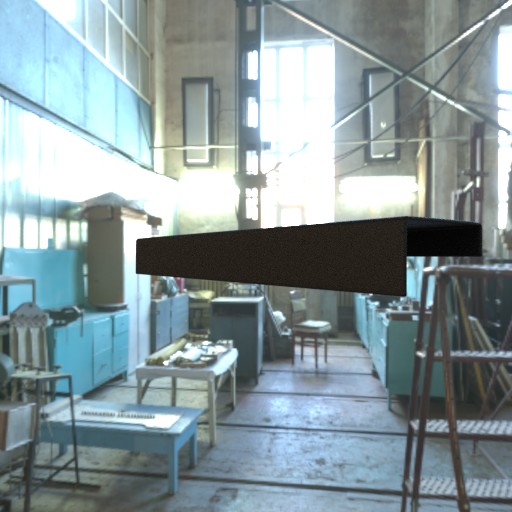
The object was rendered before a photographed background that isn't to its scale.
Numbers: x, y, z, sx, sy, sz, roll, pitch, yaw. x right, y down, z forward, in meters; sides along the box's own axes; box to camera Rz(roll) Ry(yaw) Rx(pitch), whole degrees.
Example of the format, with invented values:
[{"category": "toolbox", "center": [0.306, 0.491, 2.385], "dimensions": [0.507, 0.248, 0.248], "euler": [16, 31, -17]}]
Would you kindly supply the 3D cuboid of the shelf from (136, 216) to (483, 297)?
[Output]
[{"category": "shelf", "center": [0.000, 0.000, 0.498], "dimensions": [0.102, 0.053, 0.456], "euler": [0, 0, -37]}]
